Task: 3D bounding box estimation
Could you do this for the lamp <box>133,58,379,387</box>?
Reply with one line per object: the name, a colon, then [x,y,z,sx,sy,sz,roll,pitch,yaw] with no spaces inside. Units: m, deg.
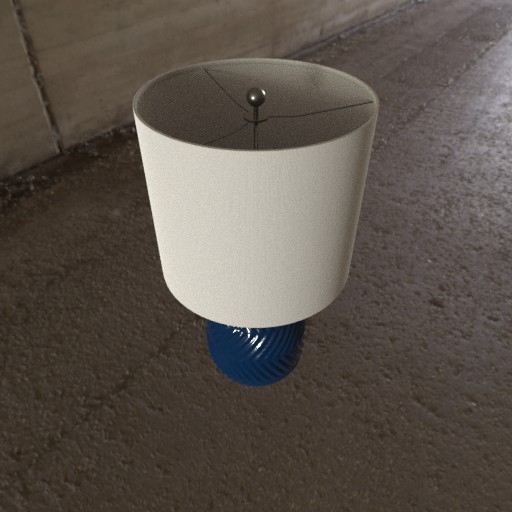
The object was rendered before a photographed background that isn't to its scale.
lamp: [0.000,0.000,0.488,0.203,0.368,0.203,-1,40,-1]
